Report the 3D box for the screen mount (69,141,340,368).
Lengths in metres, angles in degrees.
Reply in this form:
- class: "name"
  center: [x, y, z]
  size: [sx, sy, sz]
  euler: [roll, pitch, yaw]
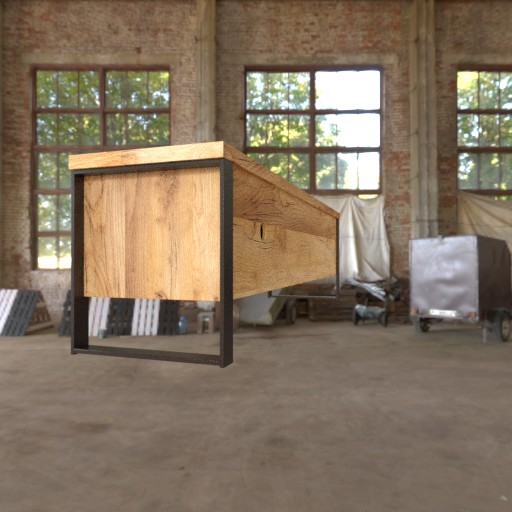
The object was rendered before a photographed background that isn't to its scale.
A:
- class: "screen mount"
  center: [0.000, 0.000, 1.658]
  size: [0.395, 0.450, 1.524]
  euler: [0, 0, 19]
